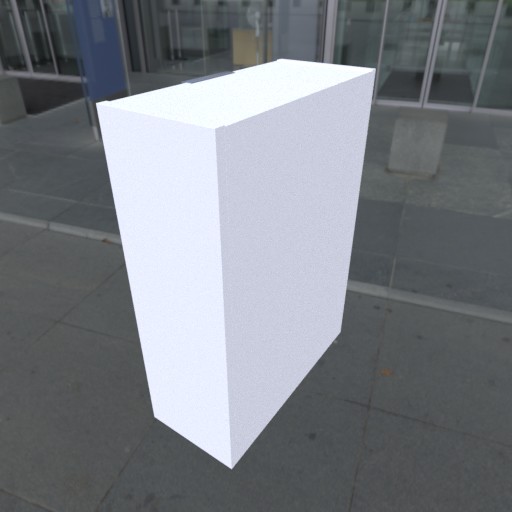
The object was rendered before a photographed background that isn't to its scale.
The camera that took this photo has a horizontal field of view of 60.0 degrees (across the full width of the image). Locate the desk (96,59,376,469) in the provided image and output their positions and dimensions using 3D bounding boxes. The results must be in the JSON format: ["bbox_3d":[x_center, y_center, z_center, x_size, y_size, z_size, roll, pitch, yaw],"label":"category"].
[{"bbox_3d":[0.000,0.000,1.607,0.390,1.190,0.850,20,37,29],"label":"desk"}]
